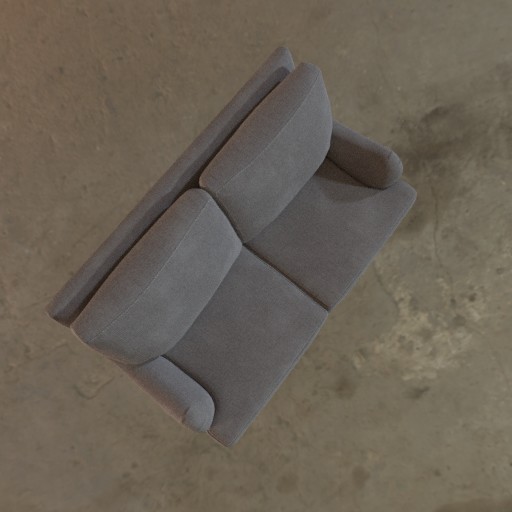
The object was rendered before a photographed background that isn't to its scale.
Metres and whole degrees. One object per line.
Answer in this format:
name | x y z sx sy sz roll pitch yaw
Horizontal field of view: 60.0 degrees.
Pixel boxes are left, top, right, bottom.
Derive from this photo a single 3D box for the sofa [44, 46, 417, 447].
sofa | 0.000 0.000 2.516 1.084 1.101 1.853 37 79 8
